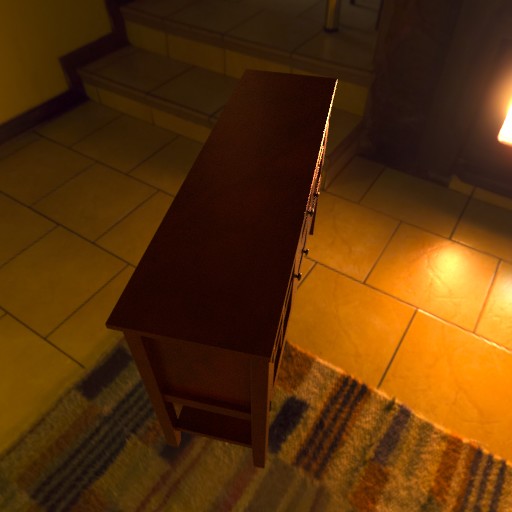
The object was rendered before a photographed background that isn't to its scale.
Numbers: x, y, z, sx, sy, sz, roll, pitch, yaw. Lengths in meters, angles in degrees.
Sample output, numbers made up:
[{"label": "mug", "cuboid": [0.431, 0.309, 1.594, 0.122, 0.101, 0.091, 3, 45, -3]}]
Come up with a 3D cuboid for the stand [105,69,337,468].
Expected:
[{"label": "stand", "cuboid": [0.000, 0.000, 1.776, 0.410, 0.872, 1.362, 10, 48, 9]}]
